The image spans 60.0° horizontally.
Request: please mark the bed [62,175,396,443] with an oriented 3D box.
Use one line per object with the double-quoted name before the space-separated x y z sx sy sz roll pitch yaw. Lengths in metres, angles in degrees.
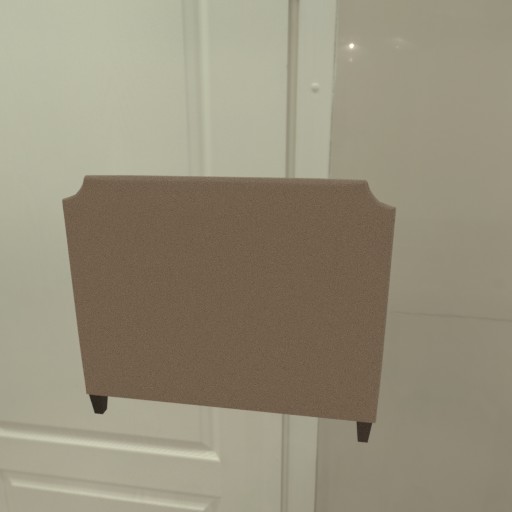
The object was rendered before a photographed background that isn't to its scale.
"bed" 0.000 0.000 3.456 1.713 1.443 2.372 3 16 9
